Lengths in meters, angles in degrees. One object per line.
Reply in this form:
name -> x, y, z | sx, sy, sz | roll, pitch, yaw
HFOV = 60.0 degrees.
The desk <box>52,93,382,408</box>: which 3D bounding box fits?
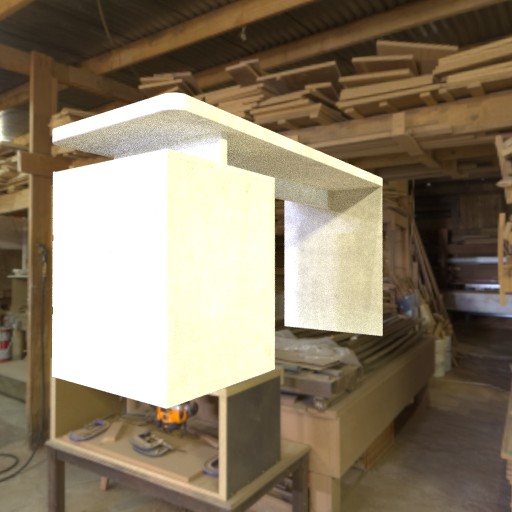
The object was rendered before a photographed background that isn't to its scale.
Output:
desk -> 0.000, 0.000, 1.746 | 0.550, 0.755, 1.400 | 0, -1, 36
